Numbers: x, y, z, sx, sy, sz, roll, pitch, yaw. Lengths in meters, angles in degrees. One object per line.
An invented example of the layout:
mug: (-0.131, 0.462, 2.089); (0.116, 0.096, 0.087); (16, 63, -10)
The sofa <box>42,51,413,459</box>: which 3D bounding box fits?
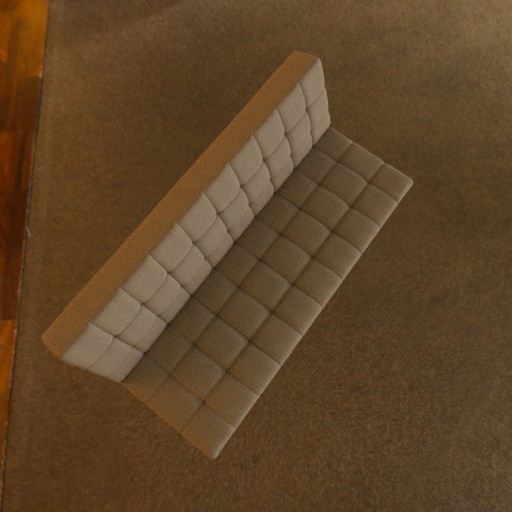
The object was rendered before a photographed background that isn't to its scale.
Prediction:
sofa: (0.000, 0.000, 2.261); (0.860, 0.810, 1.800); (36, 77, 10)
